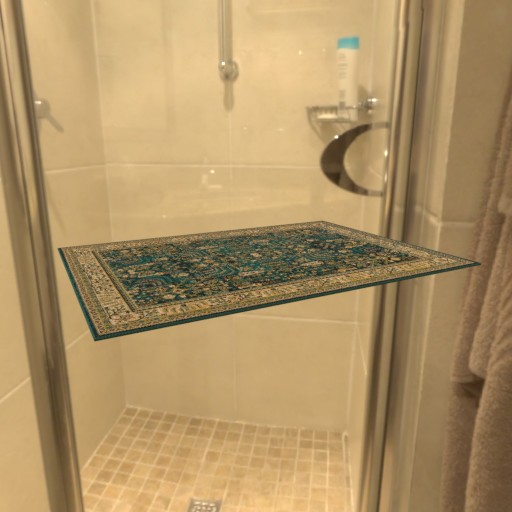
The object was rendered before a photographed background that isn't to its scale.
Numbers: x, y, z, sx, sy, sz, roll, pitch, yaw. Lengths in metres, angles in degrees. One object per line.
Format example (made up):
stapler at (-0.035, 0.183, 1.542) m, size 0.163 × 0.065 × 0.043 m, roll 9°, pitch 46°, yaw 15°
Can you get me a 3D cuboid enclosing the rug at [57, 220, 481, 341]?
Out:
rug at (0.000, 0.000, 2.835) m, size 2.213 × 0.013 × 1.594 m, roll -8°, pitch 17°, yaw -27°
